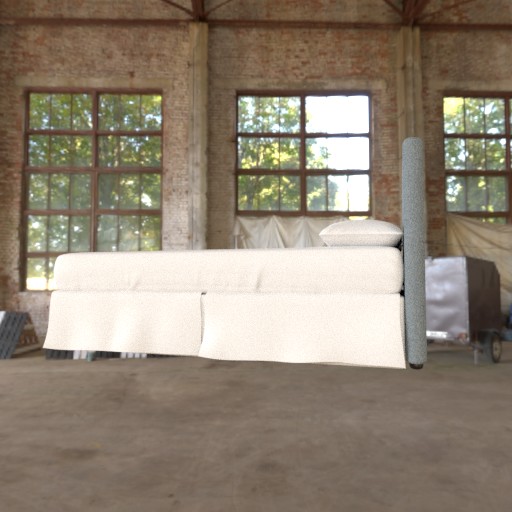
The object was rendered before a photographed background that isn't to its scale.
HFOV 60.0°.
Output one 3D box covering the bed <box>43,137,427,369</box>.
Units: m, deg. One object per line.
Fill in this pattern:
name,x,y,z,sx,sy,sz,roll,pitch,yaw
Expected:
bed,0.000,0.000,3.908,2.689,1.457,2.161,-1,-3,18
